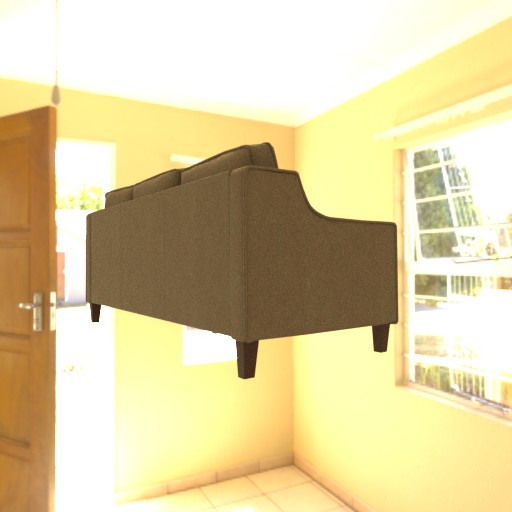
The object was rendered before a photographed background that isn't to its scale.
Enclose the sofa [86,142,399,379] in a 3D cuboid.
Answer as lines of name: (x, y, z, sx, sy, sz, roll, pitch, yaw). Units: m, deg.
sofa: (0.000, 0.000, 3.295, 1.858, 1.081, 2.317, 1, -1, -37)
